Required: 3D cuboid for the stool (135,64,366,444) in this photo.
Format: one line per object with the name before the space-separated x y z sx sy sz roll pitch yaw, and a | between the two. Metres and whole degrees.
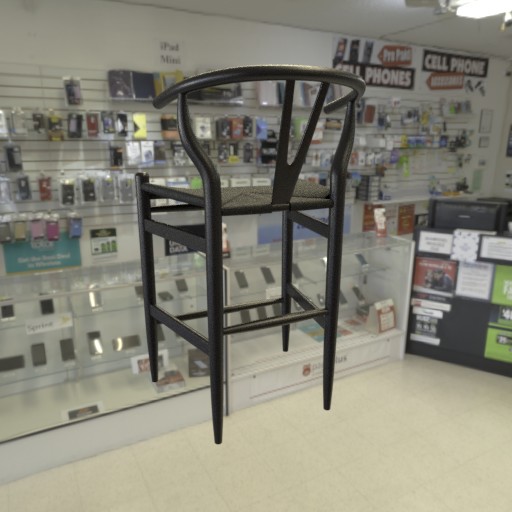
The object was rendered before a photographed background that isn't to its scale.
stool | 0.000 0.000 1.312 0.569 0.970 0.579 -7 16 -25
